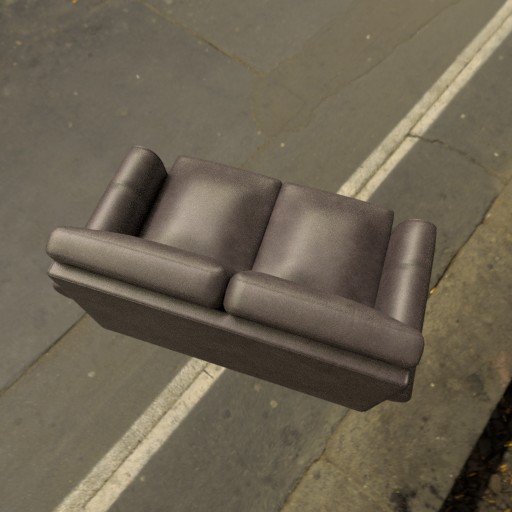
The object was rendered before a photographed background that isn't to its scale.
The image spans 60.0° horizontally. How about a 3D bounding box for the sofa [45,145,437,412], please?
[{"bbox_3d":[0.000,0.000,2.260,1.663,0.979,1.030,16,65,8],"label":"sofa"}]
